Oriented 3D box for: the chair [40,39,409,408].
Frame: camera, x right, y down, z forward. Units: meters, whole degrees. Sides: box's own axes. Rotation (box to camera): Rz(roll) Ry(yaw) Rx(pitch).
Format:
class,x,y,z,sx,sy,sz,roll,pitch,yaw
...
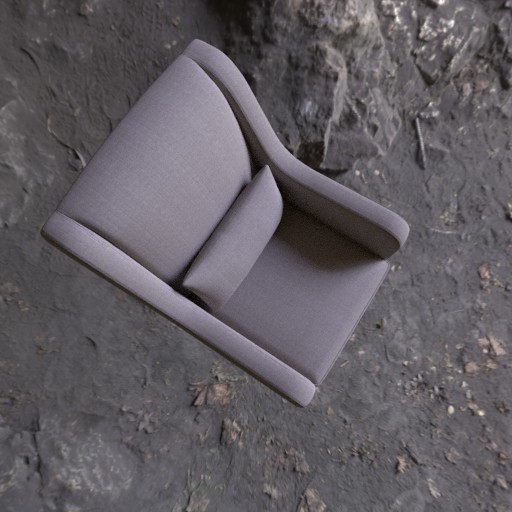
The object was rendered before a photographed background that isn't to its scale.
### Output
class,x,y,z,sx,sy,sz,roll,pitch,yaw
chair,0.000,0.000,1.604,0.890,1.017,0.715,32,78,8
